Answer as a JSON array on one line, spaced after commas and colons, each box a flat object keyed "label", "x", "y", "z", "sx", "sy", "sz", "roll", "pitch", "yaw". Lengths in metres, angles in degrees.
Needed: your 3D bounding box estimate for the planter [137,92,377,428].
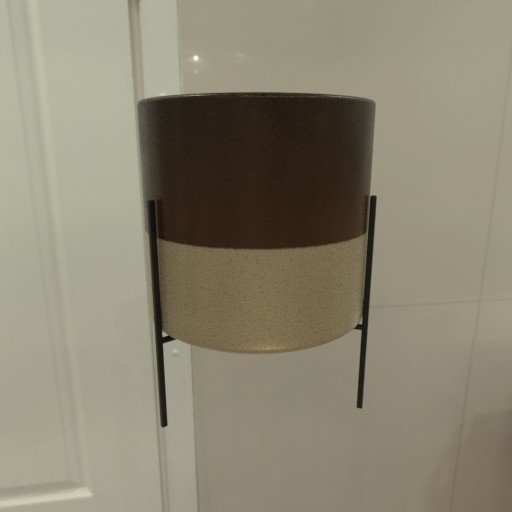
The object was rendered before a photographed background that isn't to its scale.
[{"label": "planter", "x": 0.000, "y": 0.000, "z": 0.716, "sx": 0.345, "sy": 0.465, "sz": 0.354, "roll": -2, "pitch": 15, "yaw": -9}]
